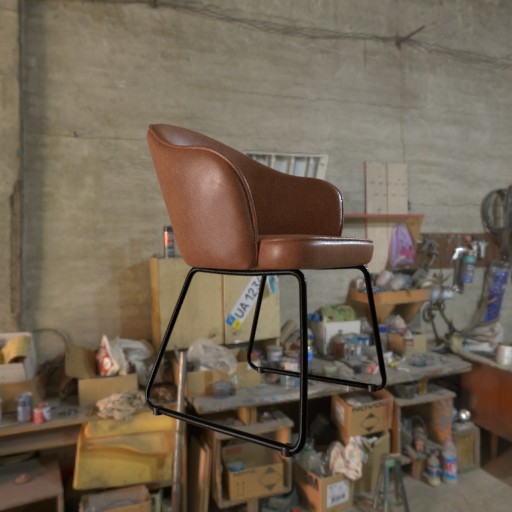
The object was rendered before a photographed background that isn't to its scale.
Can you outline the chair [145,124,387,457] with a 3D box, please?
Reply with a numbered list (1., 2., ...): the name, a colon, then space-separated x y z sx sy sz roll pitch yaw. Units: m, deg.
1. chair: 0.000 0.000 1.224 0.580 0.785 0.582 1 1 34
